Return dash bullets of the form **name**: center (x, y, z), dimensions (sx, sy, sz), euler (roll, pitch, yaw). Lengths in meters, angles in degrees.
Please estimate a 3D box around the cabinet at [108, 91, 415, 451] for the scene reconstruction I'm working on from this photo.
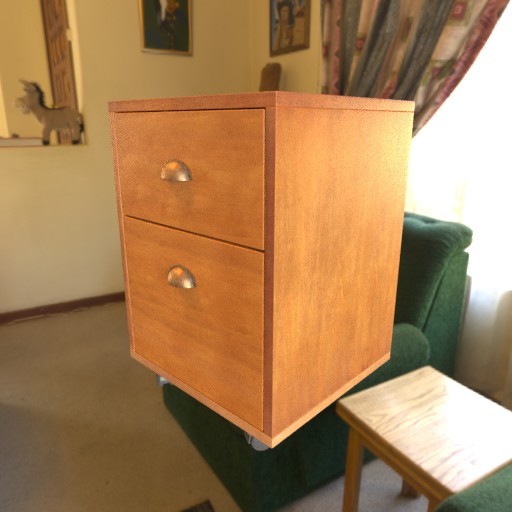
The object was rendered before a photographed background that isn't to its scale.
- **cabinet**: center (0.000, 0.000, 0.878), dimensions (0.409, 0.579, 0.401), euler (15, 23, 41)
